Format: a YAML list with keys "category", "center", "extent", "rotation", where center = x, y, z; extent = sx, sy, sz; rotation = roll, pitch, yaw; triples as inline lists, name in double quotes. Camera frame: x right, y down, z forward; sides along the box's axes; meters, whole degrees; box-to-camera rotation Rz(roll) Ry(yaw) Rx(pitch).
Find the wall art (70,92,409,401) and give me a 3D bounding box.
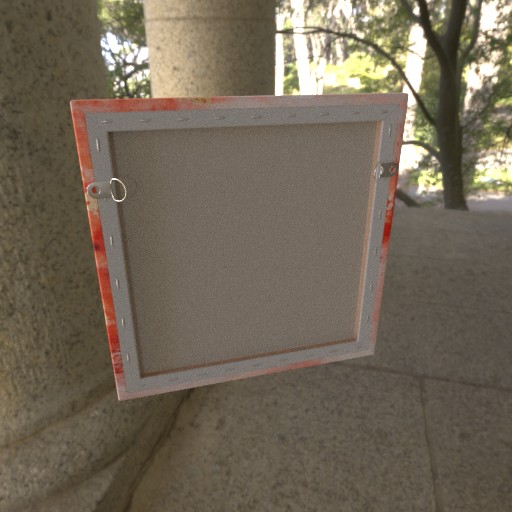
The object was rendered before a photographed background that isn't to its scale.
- category: "wall art"
  center: [0.000, 0.000, 1.294]
  extent: [0.878, 0.878, 0.066]
  rotation: [-7, 25, -14]
